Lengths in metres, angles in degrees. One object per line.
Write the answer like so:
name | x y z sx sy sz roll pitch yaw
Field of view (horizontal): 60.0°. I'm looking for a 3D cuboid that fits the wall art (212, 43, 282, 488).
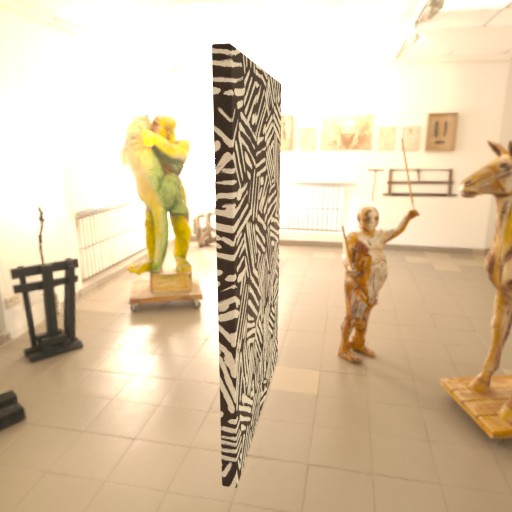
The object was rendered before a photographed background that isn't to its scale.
wall art | 0.000 0.000 1.170 0.035 0.918 0.615 3 15 11
